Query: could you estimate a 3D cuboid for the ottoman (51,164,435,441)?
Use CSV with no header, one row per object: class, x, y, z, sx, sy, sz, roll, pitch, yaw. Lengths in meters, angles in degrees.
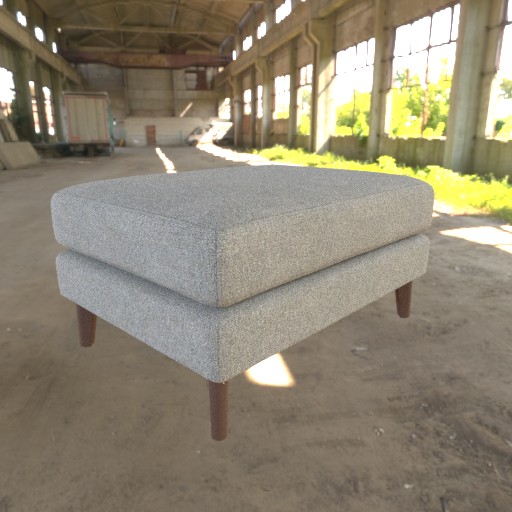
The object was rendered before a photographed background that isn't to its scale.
ottoman,0.000,0.000,1.181,0.611,0.441,0.821,15,22,41
